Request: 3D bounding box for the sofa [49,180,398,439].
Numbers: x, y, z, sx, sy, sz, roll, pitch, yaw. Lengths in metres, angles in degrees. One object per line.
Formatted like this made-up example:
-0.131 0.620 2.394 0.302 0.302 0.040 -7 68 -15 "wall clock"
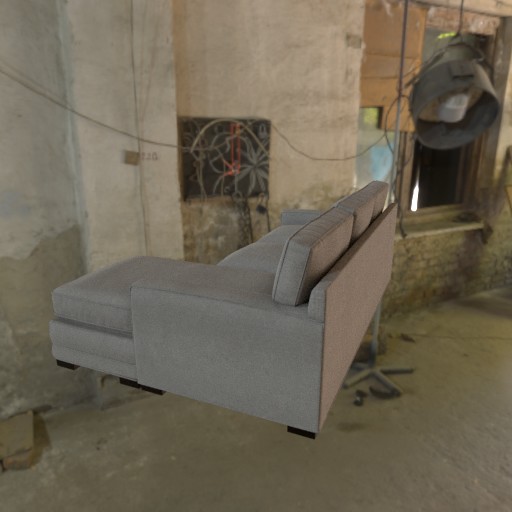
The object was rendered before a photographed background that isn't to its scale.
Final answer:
0.000 0.000 2.902 1.496 0.861 2.087 7 18 23 "sofa"
